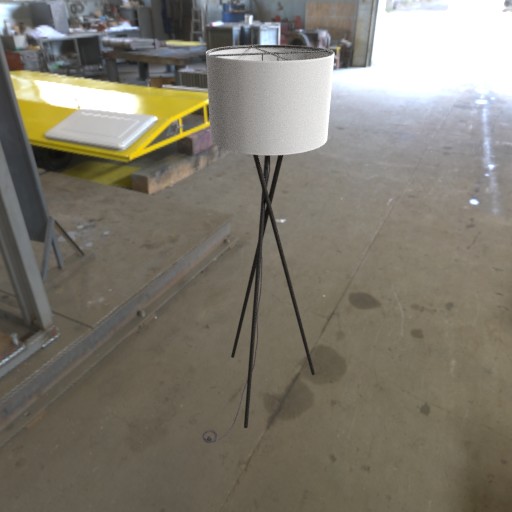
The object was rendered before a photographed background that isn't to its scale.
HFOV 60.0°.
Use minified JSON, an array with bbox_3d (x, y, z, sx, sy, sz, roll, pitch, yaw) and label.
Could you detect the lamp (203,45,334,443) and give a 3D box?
[{"bbox_3d":[0.000,0.000,1.925,0.667,1.624,0.522,-10,33,-15],"label":"lamp"}]
